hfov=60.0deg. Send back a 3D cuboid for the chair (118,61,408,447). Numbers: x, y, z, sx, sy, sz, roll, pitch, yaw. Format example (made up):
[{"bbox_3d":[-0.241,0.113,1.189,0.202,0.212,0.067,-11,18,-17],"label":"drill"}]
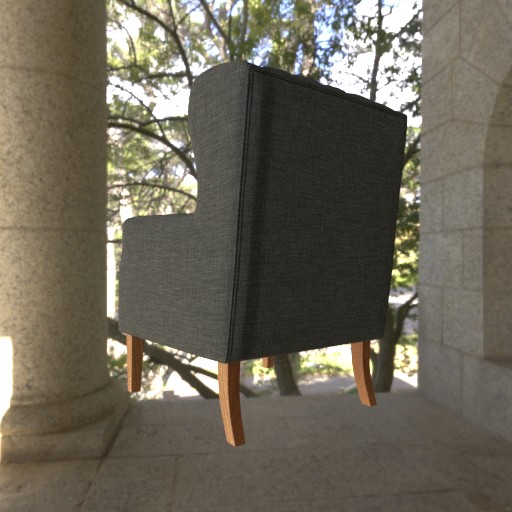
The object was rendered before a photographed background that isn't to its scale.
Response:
[{"bbox_3d":[0.000,0.000,1.494,0.711,0.953,0.775,1,-1,-36],"label":"chair"}]
